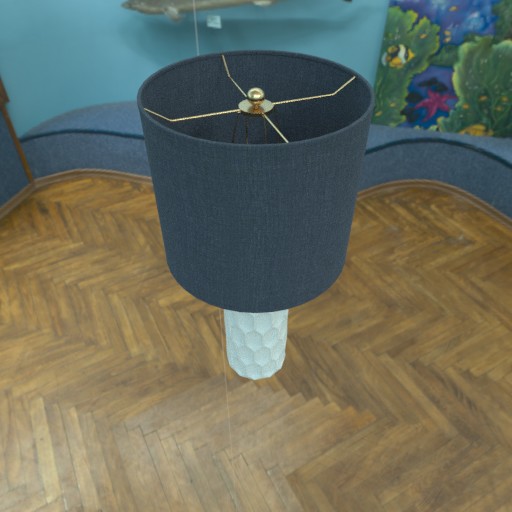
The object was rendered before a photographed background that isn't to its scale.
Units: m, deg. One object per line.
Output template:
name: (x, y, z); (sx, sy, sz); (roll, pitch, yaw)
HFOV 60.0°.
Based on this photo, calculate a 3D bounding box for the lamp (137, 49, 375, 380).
lamp: (0.000, 0.000, 0.704); (0.277, 0.537, 0.277); (12, 44, 13)
